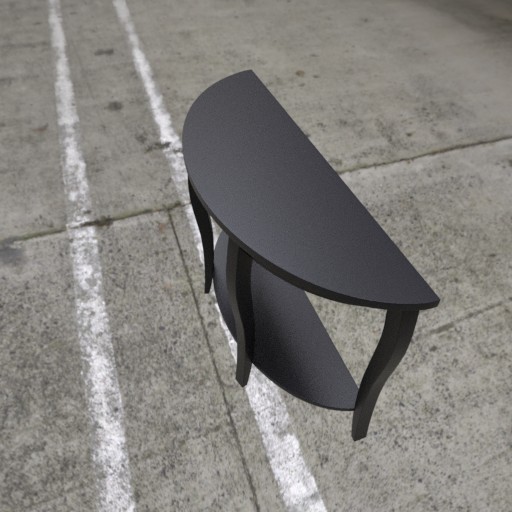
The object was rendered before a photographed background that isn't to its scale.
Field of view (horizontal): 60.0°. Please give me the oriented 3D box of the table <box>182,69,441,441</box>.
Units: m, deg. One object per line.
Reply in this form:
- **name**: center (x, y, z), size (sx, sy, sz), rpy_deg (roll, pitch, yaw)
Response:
- **table**: center (0.000, 0.000, 1.565), size (0.394, 0.780, 1.219), rpy_deg (-14, 47, -13)
